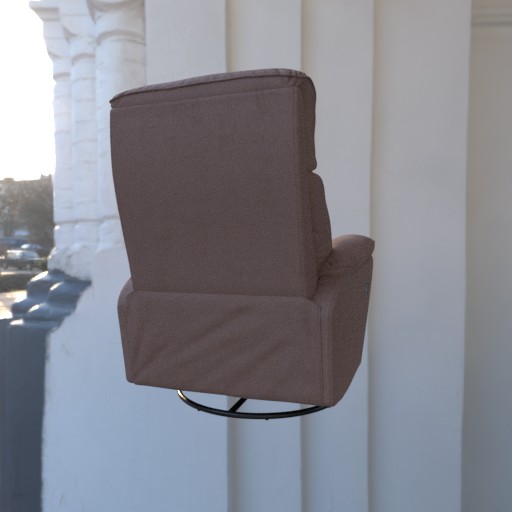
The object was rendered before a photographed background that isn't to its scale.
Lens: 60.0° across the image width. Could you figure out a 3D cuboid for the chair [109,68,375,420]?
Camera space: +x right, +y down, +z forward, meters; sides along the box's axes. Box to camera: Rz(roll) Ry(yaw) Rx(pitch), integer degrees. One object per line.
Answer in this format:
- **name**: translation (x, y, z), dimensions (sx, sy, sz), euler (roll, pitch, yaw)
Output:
- **chair**: translation (0.000, 0.000, 1.672), dimensions (0.820, 1.037, 1.004), euler (0, 1, 19)
